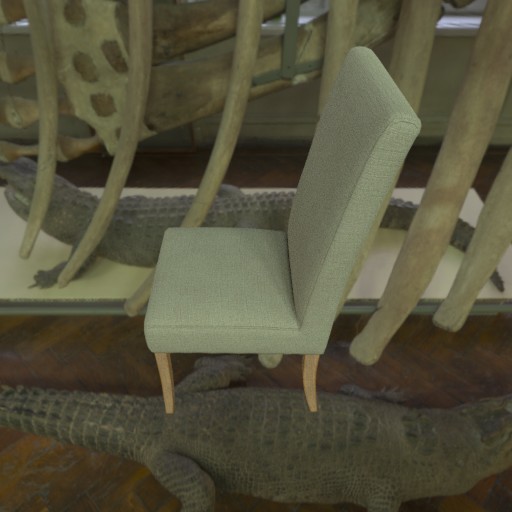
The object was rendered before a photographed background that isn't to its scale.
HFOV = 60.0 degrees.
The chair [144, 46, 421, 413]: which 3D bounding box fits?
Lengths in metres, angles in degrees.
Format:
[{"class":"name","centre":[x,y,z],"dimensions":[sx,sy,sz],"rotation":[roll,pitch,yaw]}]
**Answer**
[{"class":"chair","centre":[0.000,0.000,1.291],"dimensions":[0.611,1.033,0.450],"rotation":[0,41,-1]}]
